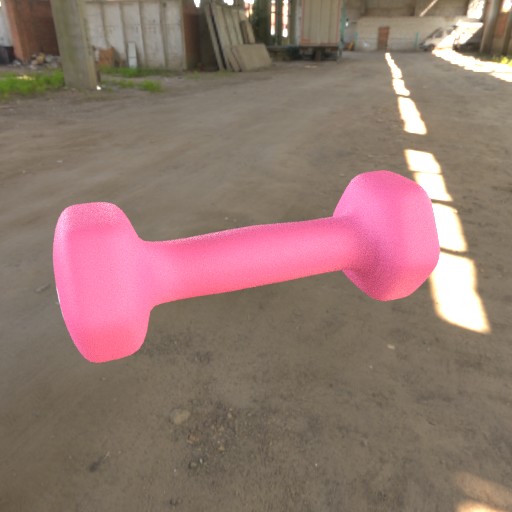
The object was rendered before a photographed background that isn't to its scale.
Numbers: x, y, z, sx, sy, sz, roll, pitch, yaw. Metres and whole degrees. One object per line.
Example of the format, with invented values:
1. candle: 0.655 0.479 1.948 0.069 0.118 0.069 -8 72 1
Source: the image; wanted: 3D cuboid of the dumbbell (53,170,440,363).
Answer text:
1. dumbbell: 0.000 0.000 0.177 0.146 0.053 0.058 -9 28 -17
